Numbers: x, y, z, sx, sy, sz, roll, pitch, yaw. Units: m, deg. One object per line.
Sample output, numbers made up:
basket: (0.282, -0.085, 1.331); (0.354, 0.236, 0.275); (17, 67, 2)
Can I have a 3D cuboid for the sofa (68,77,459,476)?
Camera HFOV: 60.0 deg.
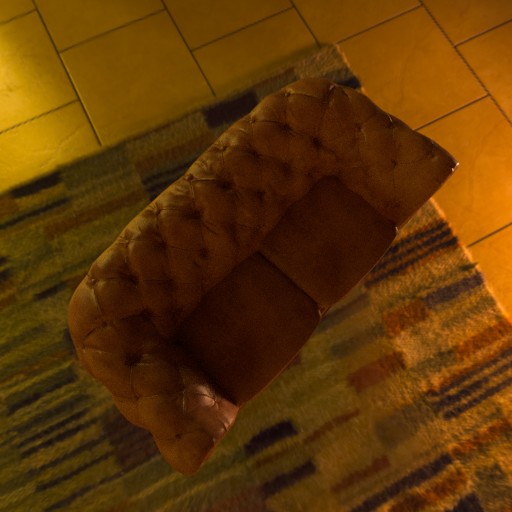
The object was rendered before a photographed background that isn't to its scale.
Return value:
sofa: (0.000, 0.000, 2.454); (1.042, 0.877, 1.979); (42, 79, 10)
